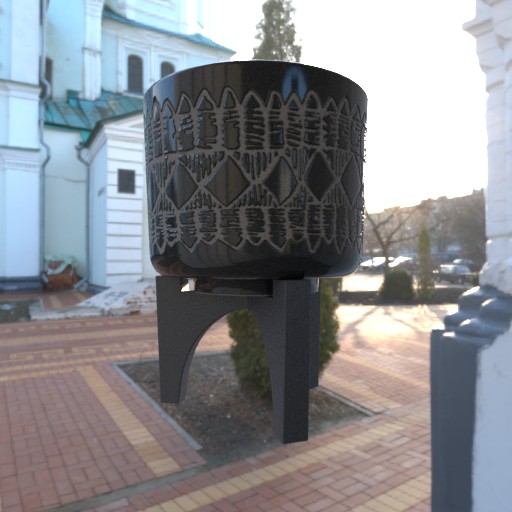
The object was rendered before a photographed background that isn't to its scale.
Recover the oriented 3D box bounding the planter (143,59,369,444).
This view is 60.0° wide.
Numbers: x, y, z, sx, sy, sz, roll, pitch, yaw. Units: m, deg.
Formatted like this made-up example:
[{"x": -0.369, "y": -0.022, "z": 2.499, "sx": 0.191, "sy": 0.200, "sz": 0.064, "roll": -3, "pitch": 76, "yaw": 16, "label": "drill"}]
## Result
[{"x": 0.000, "y": 0.000, "z": 0.394, "sx": 0.196, "sy": 0.264, "sz": 0.196, "roll": 0, "pitch": -1, "yaw": -19, "label": "planter"}]
